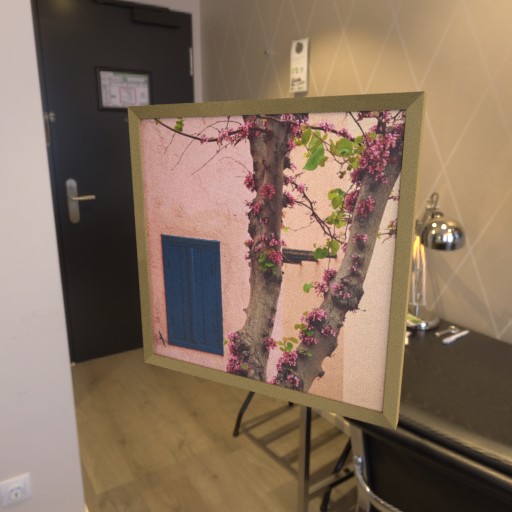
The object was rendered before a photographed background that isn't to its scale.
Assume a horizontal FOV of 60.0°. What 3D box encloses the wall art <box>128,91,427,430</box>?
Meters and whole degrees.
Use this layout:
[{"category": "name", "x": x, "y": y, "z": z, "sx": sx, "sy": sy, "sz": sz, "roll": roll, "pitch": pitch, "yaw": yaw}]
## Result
[{"category": "wall art", "x": 0.000, "y": 0.000, "z": 1.147, "sx": 0.762, "sy": 0.762, "sz": 0.038, "roll": 7, "pitch": 16, "yaw": 26}]
